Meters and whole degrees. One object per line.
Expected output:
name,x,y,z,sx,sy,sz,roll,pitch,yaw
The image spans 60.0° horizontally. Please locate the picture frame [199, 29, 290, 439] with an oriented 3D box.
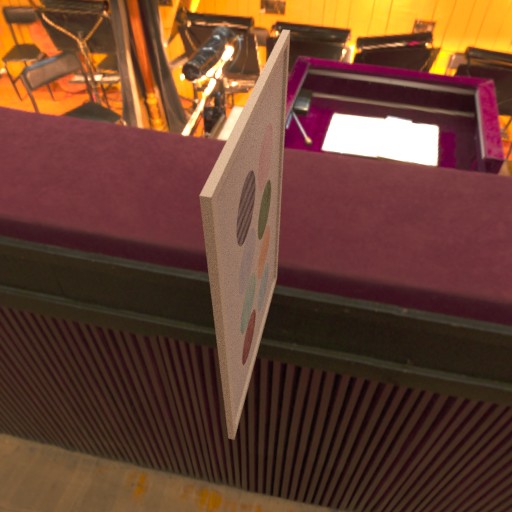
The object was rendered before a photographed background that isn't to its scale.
picture frame,0.000,0.000,0.847,0.013,0.657,0.457,10,48,9
